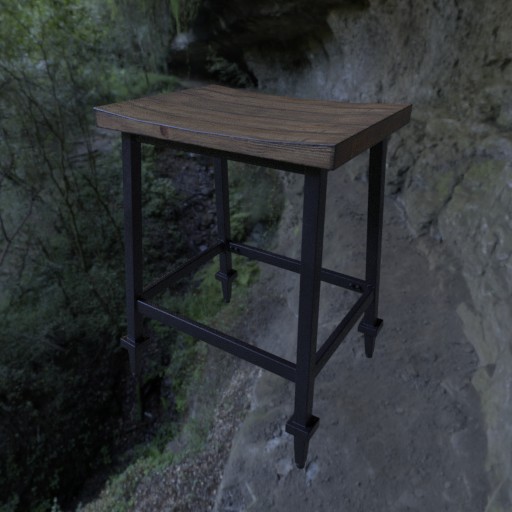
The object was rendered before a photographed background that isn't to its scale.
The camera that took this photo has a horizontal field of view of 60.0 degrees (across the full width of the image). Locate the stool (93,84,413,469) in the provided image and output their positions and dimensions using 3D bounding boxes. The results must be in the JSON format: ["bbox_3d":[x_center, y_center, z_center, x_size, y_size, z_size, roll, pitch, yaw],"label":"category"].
[{"bbox_3d":[0.000,0.000,0.957,0.486,0.625,0.405,17,33,29],"label":"stool"}]
